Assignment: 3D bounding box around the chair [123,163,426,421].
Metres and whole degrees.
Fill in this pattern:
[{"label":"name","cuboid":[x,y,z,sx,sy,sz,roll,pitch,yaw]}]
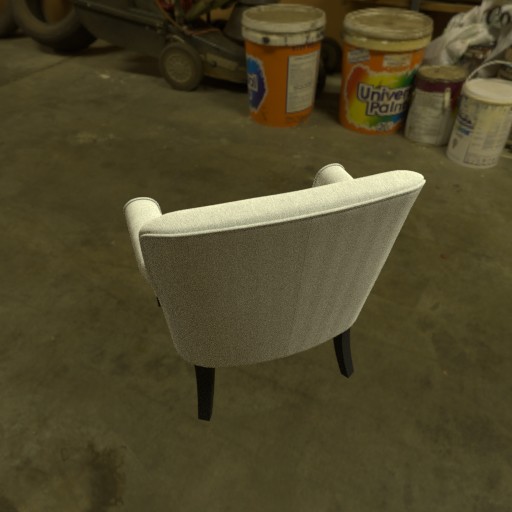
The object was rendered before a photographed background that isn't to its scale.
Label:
[{"label":"chair","cuboid":[0.000,0.000,1.488,0.781,0.875,0.750,-12,42,-14]}]
